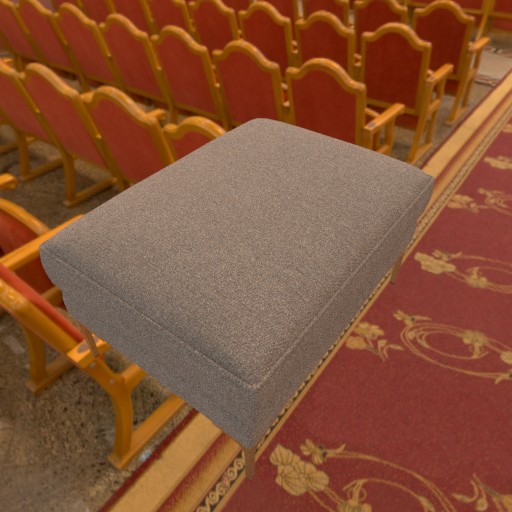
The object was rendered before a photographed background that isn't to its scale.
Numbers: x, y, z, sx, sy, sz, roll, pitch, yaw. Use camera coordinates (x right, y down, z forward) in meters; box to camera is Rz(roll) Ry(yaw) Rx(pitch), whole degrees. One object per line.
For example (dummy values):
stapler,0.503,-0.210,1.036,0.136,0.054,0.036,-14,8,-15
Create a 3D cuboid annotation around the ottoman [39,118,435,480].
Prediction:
ottoman,0.000,0.000,1.133,0.583,0.464,0.785,27,48,27
